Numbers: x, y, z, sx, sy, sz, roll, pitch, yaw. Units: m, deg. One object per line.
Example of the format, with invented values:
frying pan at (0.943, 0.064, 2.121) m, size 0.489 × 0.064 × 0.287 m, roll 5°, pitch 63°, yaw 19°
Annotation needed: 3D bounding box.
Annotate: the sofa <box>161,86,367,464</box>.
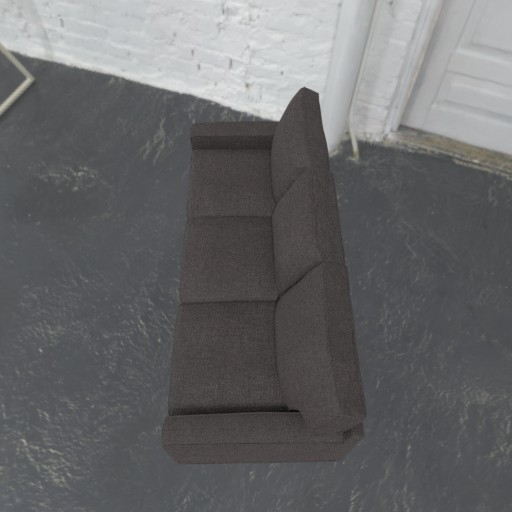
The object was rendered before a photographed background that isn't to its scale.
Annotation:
sofa at (0.000, 0.000, 2.913) m, size 1.004 × 0.978 × 2.369 m, roll -1°, pitch 57°, yaw -1°
